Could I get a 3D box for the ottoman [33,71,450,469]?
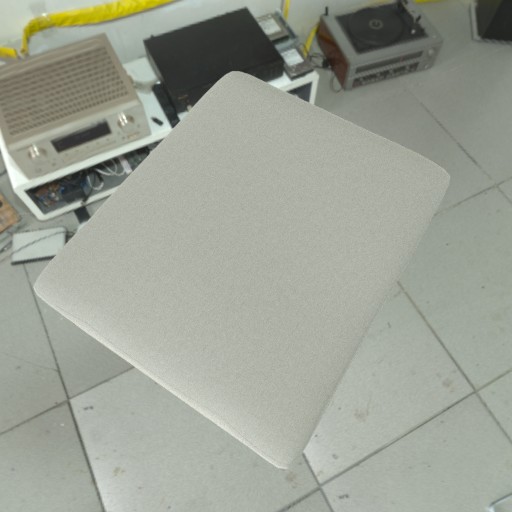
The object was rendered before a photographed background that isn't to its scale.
[{"bbox_3d":[0.000,0.000,1.423,0.836,0.492,0.976,30,68,13],"label":"ottoman"}]
